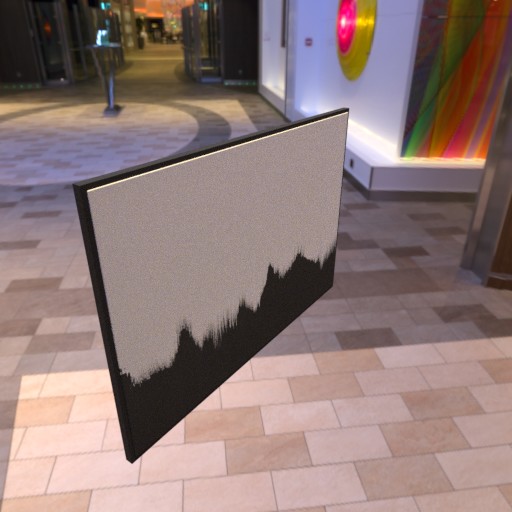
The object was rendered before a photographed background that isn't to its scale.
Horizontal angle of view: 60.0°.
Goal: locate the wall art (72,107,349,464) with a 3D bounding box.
[{"bbox_3d":[0.000,0.000,1.480,0.028,0.805,1.190,19,32,32],"label":"wall art"}]
